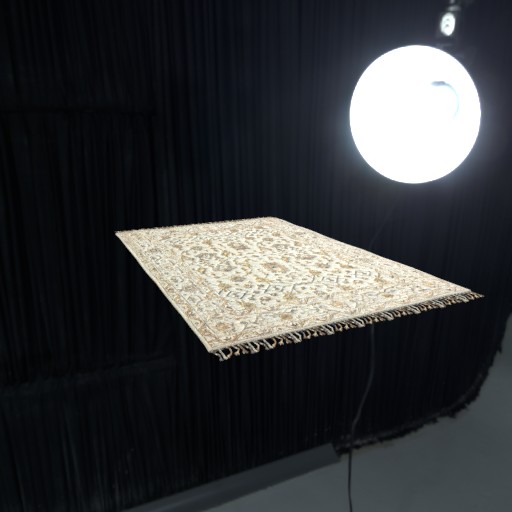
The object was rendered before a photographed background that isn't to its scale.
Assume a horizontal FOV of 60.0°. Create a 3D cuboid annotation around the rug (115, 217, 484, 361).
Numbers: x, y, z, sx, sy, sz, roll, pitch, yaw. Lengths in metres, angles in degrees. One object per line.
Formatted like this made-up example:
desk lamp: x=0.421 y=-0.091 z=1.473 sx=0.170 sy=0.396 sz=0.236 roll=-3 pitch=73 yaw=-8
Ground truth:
rug: x=0.000 y=0.000 z=3.069 sx=1.529 sy=0.027 sz=2.434 roll=-8 pitch=18 yaw=-25
